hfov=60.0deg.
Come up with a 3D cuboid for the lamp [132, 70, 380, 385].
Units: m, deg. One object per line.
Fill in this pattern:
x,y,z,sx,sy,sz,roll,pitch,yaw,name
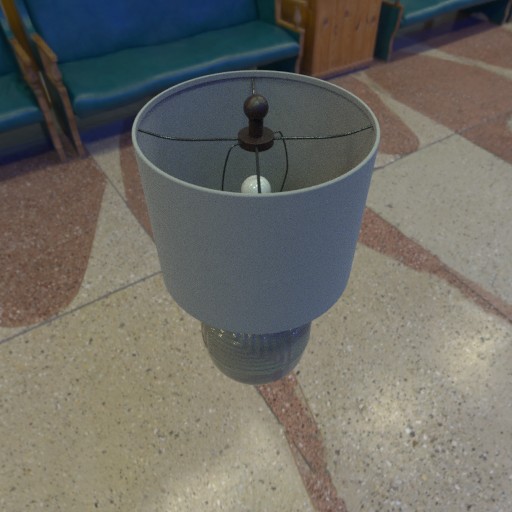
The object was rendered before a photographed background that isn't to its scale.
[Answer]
0.000,0.000,0.753,0.318,0.567,0.318,0,45,0,lamp
